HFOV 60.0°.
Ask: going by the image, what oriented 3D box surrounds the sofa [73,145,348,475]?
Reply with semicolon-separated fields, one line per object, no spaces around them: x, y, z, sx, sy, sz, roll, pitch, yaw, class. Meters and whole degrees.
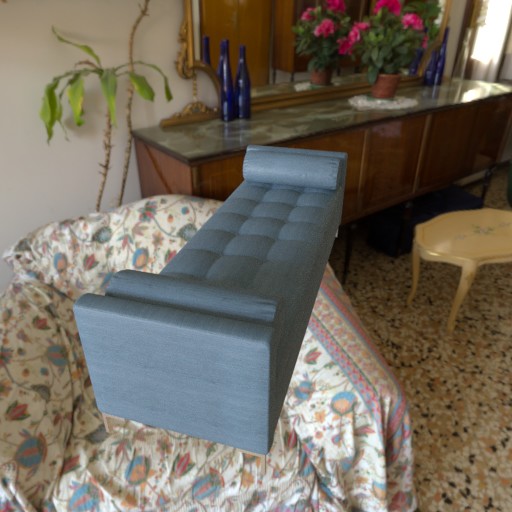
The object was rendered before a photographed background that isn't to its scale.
0.000;0.000;2.337;0.686;0.635;1.981;8;31;14;sofa
